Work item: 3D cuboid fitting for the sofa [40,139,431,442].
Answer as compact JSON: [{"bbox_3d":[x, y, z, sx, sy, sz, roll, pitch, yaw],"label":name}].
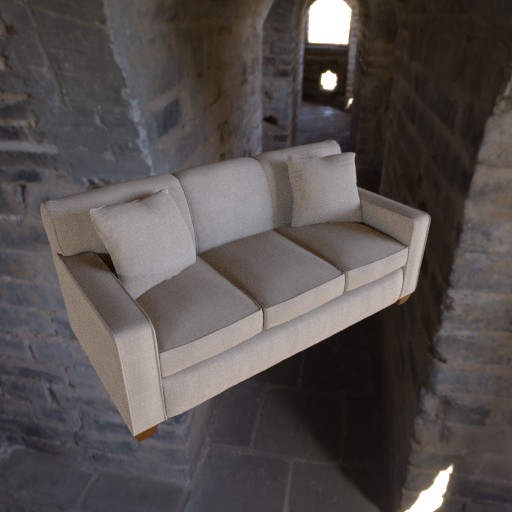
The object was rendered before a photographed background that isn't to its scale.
[{"bbox_3d":[0.000,0.000,2.613,2.024,0.958,0.997,-19,34,-31],"label":"sofa"}]
